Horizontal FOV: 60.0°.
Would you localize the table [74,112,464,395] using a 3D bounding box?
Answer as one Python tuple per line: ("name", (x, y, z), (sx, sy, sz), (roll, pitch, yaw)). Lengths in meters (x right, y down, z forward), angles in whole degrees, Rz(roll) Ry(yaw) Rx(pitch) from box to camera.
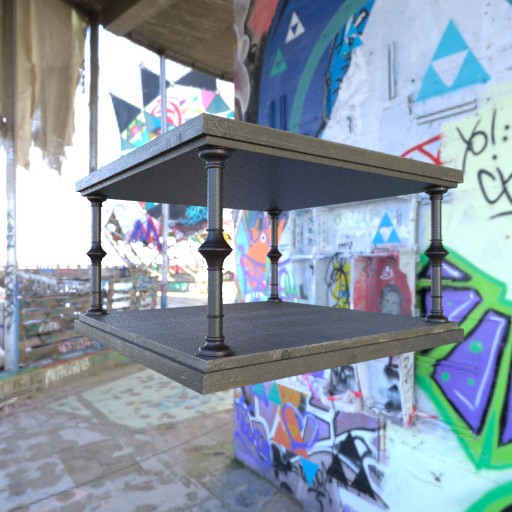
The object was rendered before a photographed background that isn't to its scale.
("table", (0.000, 0.000, 1.113), (0.696, 0.400, 0.696), (0, -1, -36))
